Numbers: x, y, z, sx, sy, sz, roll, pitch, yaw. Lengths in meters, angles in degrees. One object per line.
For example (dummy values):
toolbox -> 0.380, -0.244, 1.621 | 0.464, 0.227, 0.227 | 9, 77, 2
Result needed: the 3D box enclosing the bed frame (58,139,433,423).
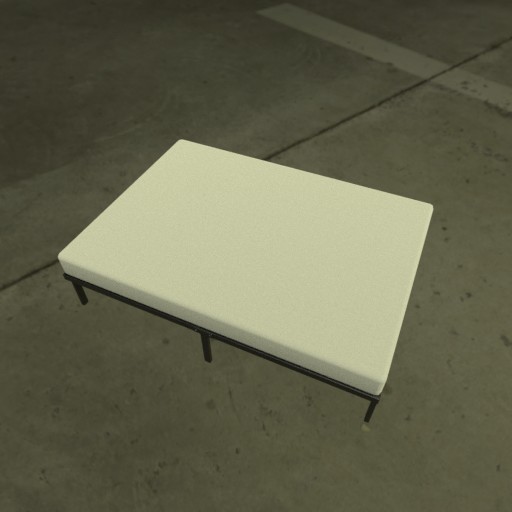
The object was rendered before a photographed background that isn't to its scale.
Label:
bed frame -> 0.000, 0.000, 3.935 | 2.842, 0.680, 2.205 | 24, 51, 21
